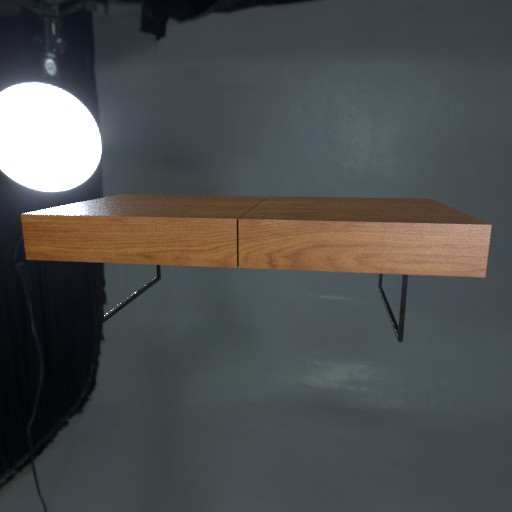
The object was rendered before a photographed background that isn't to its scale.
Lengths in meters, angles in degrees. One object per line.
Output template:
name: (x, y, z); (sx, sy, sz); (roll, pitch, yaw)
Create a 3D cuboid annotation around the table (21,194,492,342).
table: (0.000, 0.000, 1.441); (1.194, 0.330, 0.610); (2, 13, 9)
